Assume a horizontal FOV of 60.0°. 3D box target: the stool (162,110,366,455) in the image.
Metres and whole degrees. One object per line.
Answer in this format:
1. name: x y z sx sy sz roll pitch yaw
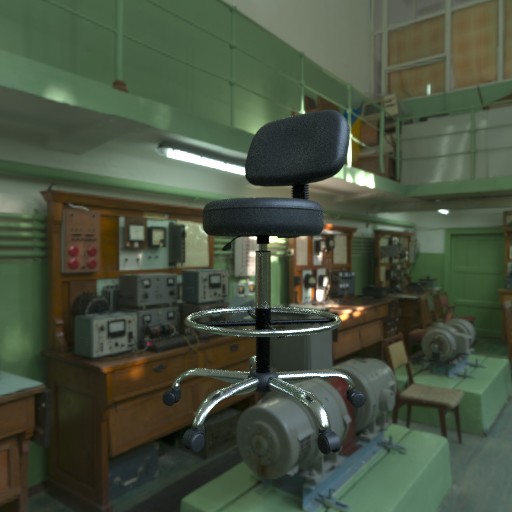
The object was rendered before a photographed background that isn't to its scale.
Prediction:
1. stool: 0.000 0.000 1.467 0.694 1.069 0.658 1 1 36
